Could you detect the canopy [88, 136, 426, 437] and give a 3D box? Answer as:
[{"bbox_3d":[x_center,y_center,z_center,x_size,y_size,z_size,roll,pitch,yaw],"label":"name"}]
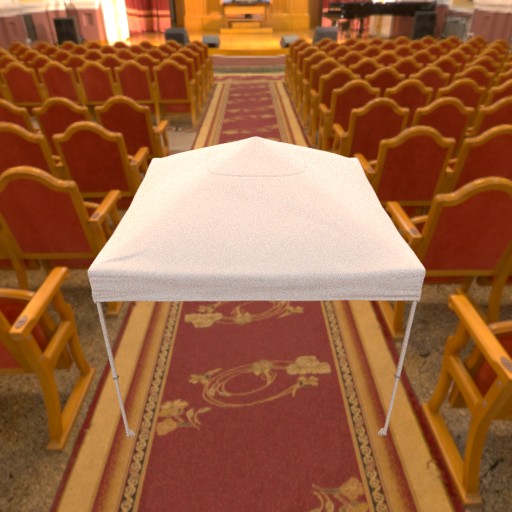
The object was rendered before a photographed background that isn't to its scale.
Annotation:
[{"bbox_3d":[0.000,0.000,5.533,2.998,2.997,2.996,0,31,0],"label":"canopy"}]
